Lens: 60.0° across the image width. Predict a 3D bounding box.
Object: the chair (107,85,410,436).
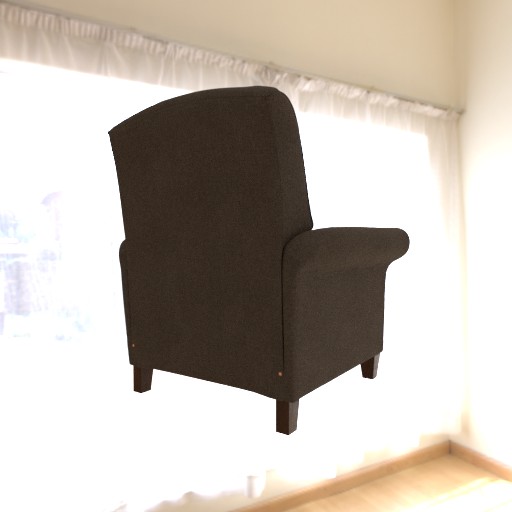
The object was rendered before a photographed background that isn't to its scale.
[{"bbox_3d":[0.000,0.000,1.794,0.978,1.061,0.905,1,1,35],"label":"chair"}]
